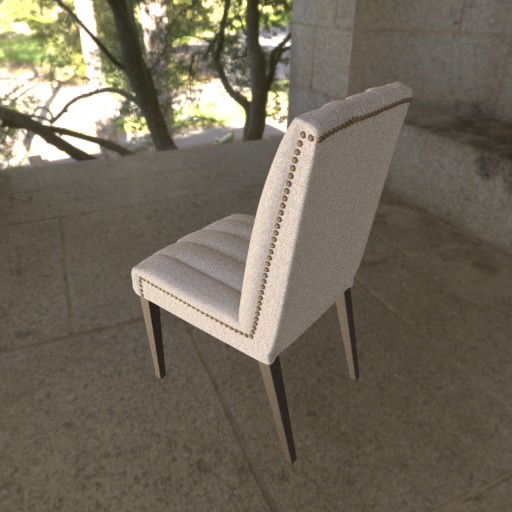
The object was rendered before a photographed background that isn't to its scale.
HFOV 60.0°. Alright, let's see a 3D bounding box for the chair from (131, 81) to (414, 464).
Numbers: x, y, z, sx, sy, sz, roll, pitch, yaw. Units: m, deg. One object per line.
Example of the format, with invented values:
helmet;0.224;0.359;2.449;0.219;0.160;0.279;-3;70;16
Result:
chair;0.000;0.000;1.365;0.647;1.016;0.511;21;37;32
